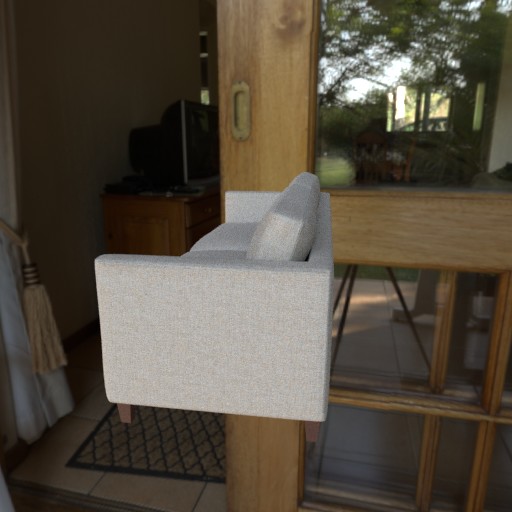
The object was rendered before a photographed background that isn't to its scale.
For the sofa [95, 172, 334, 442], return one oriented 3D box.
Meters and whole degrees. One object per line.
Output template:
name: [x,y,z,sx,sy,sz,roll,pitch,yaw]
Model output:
sofa: [0.000,0.000,2.862,0.951,0.965,2.434,2,15,9]
